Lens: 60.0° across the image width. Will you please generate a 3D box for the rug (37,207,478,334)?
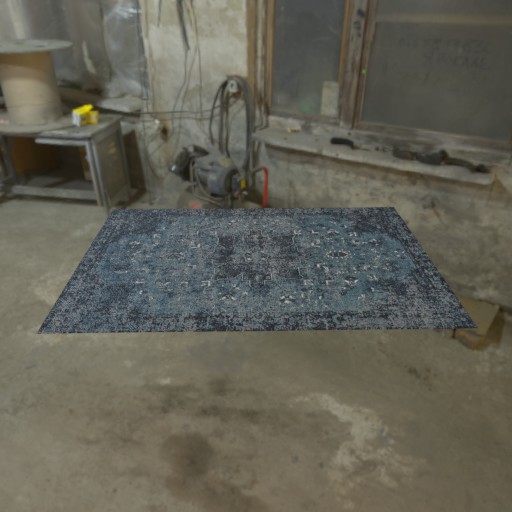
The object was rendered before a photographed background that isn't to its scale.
[{"bbox_3d":[0.000,0.000,2.357,1.828,0.005,1.219,-1,31,-1],"label":"rug"}]
